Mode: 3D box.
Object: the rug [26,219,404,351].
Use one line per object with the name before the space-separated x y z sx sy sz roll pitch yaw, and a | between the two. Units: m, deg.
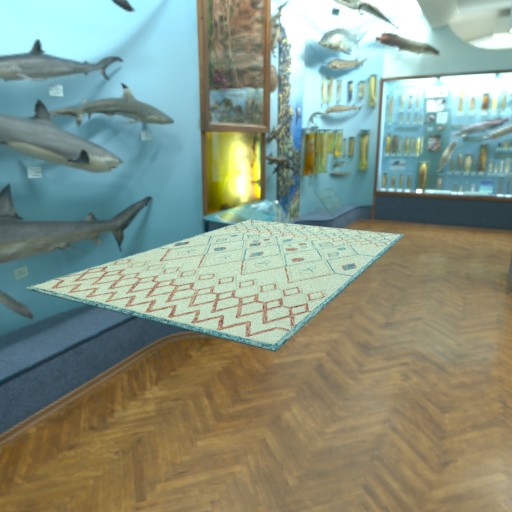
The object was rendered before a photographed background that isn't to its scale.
rug | 0.000 0.000 3.091 1.524 0.015 2.438 8 17 28
